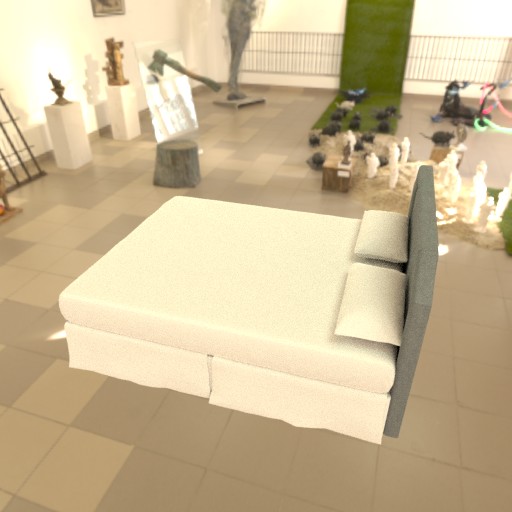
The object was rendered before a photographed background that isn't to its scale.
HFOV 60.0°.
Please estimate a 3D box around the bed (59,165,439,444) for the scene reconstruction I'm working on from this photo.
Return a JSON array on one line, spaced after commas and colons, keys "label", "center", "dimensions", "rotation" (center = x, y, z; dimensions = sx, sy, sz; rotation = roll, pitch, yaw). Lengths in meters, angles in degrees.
[{"label": "bed", "center": [0.000, 0.000, 3.546], "dimensions": [2.464, 1.306, 1.977], "rotation": [9, 32, 15]}]
